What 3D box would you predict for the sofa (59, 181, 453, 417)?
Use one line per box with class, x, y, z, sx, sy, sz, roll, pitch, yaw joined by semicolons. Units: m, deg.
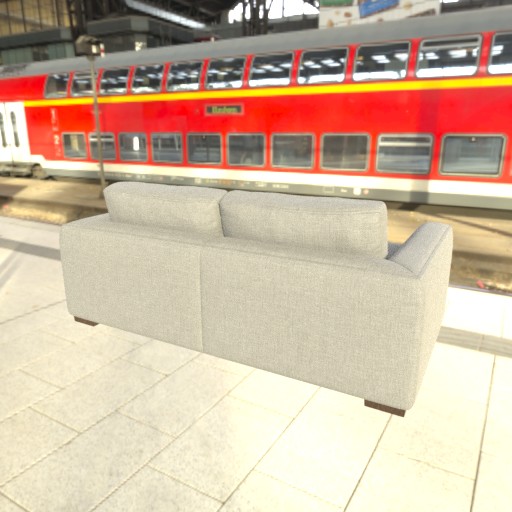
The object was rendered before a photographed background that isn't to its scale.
sofa;0.000;0.000;2.446;1.920;0.800;1.069;9;18;28
